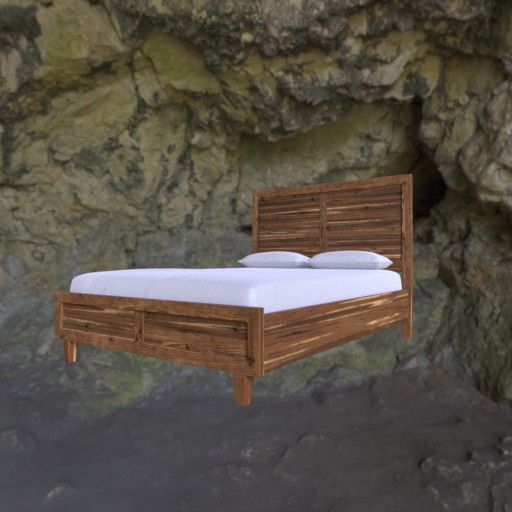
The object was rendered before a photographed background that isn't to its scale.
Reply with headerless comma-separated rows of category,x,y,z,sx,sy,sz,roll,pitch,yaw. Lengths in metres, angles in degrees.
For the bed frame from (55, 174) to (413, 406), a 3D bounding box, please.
bed frame,0.000,0.000,3.416,1.696,1.417,2.276,0,0,36
